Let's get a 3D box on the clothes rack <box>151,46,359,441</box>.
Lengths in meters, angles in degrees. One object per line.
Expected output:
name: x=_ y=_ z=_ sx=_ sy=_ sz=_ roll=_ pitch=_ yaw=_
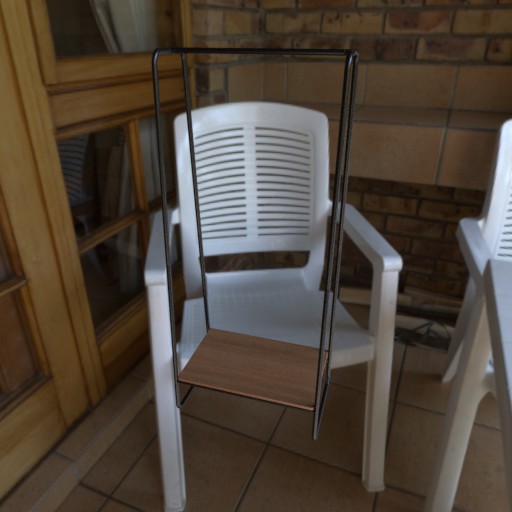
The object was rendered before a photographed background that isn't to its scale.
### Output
clothes rack: x=0.000 y=0.000 z=1.766 sx=0.640 sy=1.500 sz=0.400 roll=8 pitch=28 yaw=15
